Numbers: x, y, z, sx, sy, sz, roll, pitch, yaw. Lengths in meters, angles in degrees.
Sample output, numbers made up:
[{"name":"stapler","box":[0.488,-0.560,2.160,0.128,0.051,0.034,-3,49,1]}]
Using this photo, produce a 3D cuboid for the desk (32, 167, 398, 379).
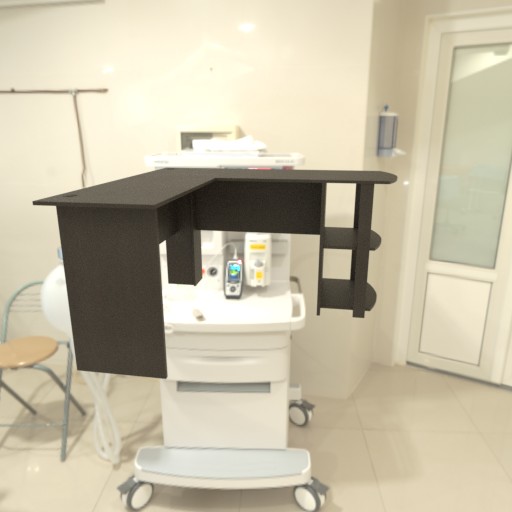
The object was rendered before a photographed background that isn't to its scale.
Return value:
[{"name":"desk","box":[0.000,0.000,2.153,1.361,0.716,1.303,3,17,9]}]
